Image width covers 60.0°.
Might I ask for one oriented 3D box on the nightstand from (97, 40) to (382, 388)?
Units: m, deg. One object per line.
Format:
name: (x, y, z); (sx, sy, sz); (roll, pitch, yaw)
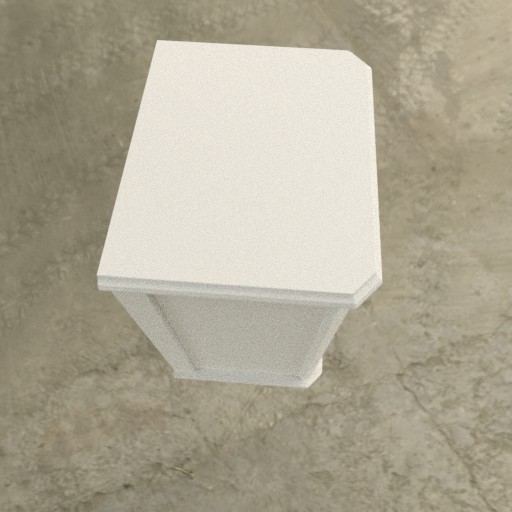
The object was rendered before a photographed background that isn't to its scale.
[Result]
nightstand: (0.000, 0.000, 0.919); (0.351, 0.681, 0.435); (4, 64, 2)
